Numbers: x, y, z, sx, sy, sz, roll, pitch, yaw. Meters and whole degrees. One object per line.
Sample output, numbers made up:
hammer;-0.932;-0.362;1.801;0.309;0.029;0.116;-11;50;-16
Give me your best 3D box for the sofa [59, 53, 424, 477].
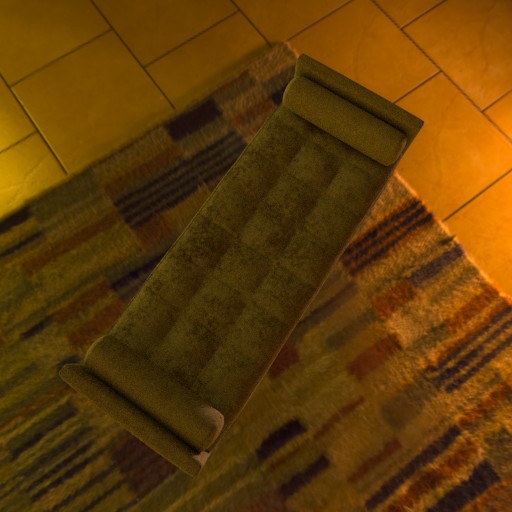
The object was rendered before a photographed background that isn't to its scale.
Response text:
sofa;0.000;0.000;2.477;0.797;0.657;2.102;33;78;8
